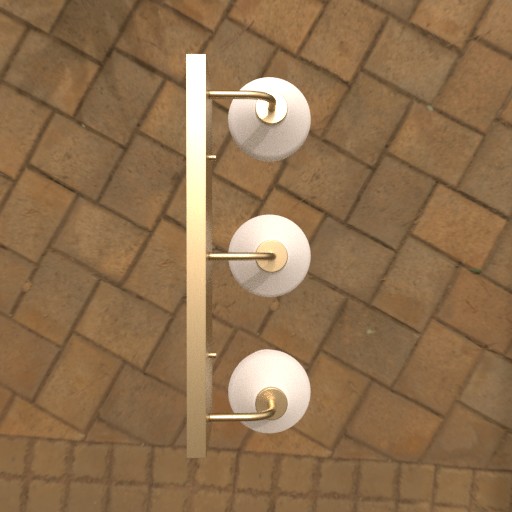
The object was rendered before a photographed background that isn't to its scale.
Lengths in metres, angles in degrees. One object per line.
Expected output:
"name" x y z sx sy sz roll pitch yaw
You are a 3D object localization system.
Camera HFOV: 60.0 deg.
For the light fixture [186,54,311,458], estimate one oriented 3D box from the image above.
"light fixture" 0.000 0.000 0.727 0.190 0.280 0.609 0 90 -1
